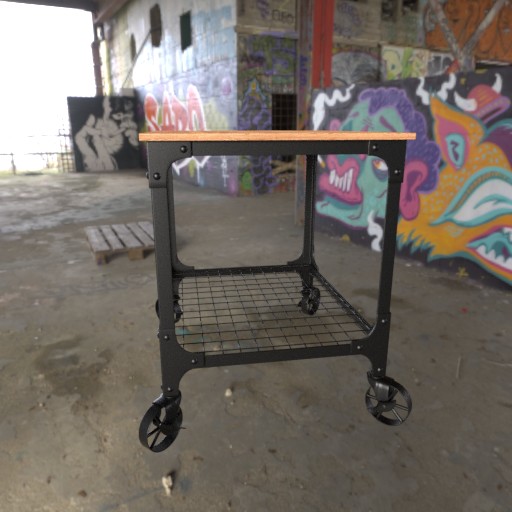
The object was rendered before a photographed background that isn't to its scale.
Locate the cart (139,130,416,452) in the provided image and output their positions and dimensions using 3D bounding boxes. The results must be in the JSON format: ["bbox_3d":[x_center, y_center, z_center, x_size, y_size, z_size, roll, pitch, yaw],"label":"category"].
[{"bbox_3d":[0.000,0.000,1.115,0.558,0.603,0.666,-3,16,-9],"label":"cart"}]
